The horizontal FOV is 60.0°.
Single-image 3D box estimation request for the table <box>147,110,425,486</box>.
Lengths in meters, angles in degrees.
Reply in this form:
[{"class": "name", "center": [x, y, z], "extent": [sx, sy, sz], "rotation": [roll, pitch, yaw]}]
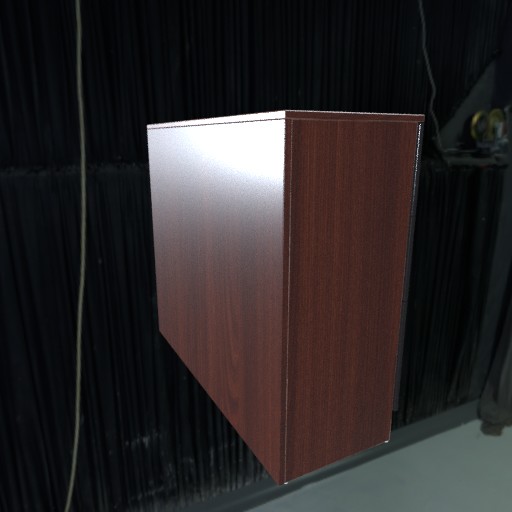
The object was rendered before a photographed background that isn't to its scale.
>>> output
[{"class": "table", "center": [0.000, 0.000, 1.358], "extent": [0.380, 0.790, 0.930], "rotation": [-8, 17, -27]}]
